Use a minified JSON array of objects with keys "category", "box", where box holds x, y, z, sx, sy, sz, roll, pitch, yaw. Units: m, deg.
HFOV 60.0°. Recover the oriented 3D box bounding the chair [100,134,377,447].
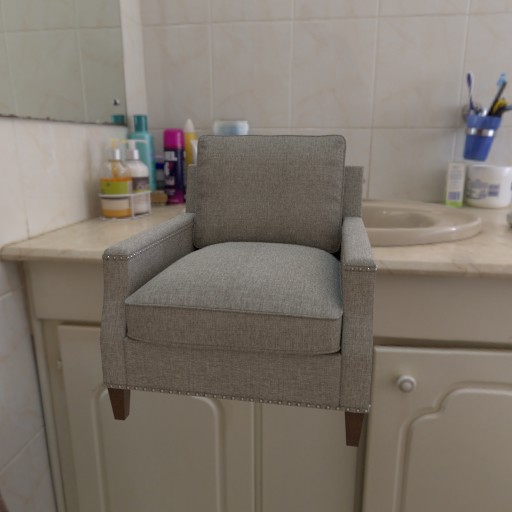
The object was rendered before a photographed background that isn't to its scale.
[{"category":"chair","box":[0.000,0.000,1.743,0.853,0.943,1.014,2,14,10]}]
